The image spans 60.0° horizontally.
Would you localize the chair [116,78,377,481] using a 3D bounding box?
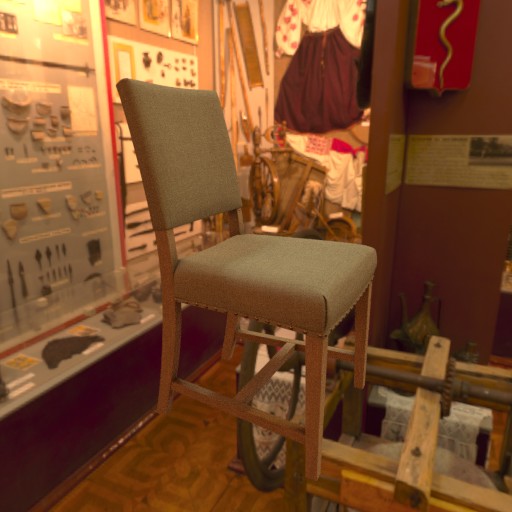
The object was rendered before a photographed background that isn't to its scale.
[{"bbox_3d":[0.000,0.000,1.334,0.622,0.986,0.508,8,18,26],"label":"chair"}]
